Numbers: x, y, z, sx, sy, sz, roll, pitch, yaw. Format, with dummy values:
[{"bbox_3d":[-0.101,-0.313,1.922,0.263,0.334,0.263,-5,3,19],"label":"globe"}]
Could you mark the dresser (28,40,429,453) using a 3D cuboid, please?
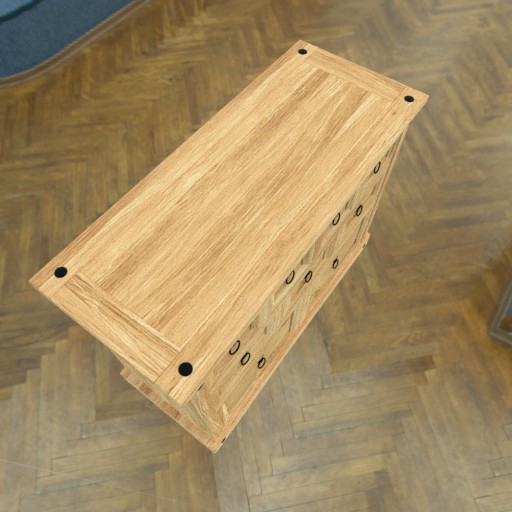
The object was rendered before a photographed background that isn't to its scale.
[{"bbox_3d":[0.000,0.000,1.346,0.410,0.740,0.990,32,64,18],"label":"dresser"}]
